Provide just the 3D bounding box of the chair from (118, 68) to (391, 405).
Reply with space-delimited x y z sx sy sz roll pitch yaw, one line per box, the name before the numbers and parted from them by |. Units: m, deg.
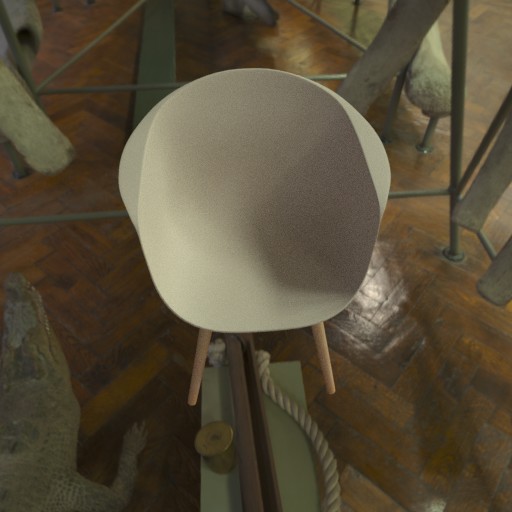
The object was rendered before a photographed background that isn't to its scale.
chair | 0.000 0.000 1.180 0.593 0.781 0.504 -4 49 -3
